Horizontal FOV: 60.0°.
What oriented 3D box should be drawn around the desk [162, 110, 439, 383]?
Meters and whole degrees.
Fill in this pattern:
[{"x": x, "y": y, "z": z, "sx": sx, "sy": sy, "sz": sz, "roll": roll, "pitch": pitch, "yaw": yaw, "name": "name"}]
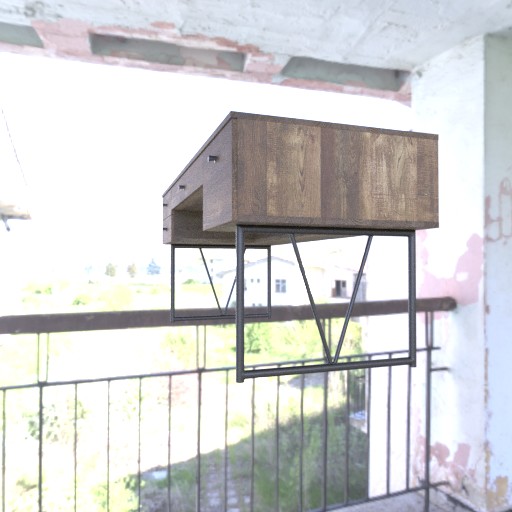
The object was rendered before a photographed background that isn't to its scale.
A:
[{"x": 0.000, "y": 0.000, "z": 2.095, "sx": 0.730, "sy": 0.780, "sz": 1.600, "roll": 0, "pitch": -1, "yaw": -19, "name": "desk"}]
